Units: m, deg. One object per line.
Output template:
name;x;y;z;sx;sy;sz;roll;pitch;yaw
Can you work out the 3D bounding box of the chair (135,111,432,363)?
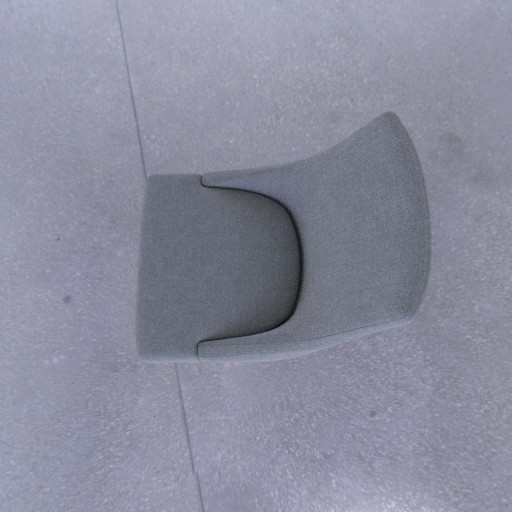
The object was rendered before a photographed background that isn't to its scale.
chair;0.000;0.000;1.510;0.861;0.909;0.701;0;75;0
